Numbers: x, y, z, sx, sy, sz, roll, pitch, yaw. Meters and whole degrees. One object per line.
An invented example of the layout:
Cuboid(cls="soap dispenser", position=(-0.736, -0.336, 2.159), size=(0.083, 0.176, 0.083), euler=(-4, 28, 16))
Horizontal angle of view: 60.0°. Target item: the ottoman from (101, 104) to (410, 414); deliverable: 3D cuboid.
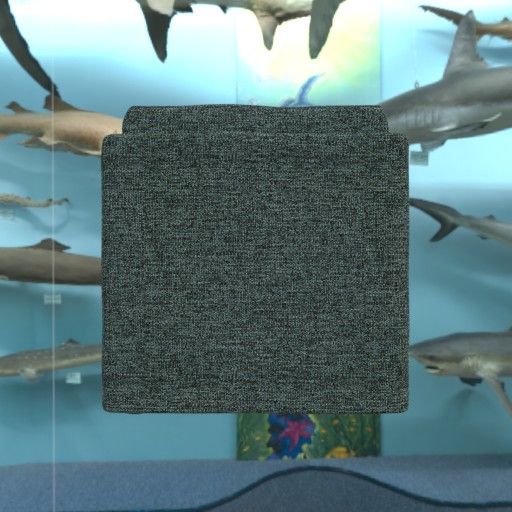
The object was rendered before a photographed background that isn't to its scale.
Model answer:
Cuboid(cls="ottoman", position=(0.000, 0.000, 0.844), size=(0.450, 0.463, 0.450), euler=(0, 0, 0))
